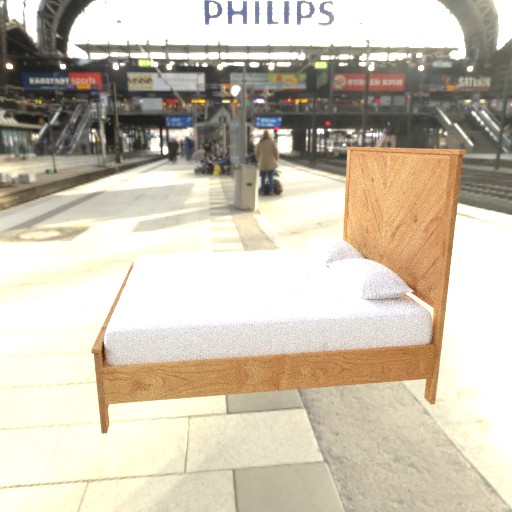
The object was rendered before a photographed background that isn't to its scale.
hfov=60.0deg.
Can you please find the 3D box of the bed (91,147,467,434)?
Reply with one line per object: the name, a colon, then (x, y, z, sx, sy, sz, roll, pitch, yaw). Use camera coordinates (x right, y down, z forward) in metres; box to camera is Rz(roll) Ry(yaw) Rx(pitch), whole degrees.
bed: (0.000, 0.000, 3.568, 2.201, 1.686, 1.936, -2, 14, -8)
